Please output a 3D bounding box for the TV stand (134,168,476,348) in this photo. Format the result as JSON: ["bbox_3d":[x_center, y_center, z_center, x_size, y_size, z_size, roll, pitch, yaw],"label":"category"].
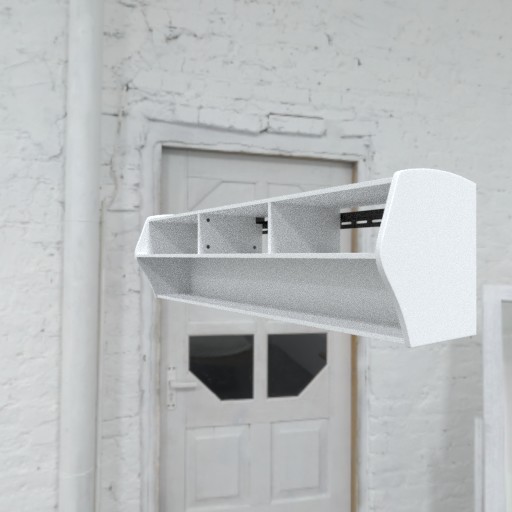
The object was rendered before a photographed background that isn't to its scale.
[{"bbox_3d":[0.000,0.000,1.671,0.397,0.424,1.473,0,0,-36],"label":"TV stand"}]
